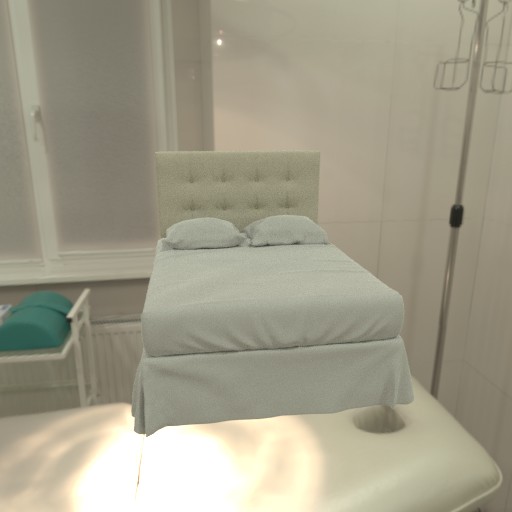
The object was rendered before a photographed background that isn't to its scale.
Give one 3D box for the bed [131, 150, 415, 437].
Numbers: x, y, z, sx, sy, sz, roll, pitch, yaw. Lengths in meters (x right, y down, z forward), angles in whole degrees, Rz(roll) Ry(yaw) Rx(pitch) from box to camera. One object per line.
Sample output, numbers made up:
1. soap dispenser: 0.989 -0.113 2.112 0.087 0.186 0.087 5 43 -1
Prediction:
1. bed: 0.000 0.000 3.602 1.936 1.577 2.222 -3 16 -9
